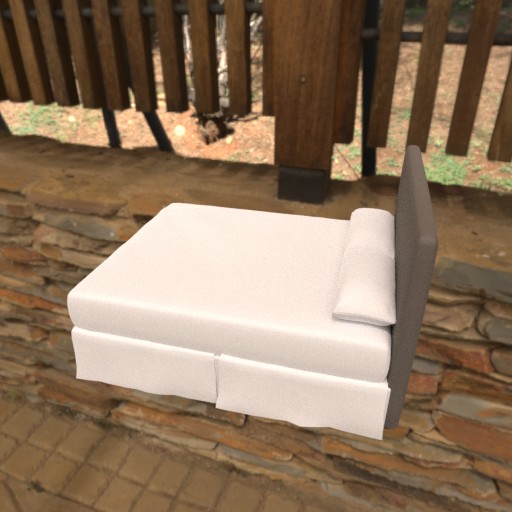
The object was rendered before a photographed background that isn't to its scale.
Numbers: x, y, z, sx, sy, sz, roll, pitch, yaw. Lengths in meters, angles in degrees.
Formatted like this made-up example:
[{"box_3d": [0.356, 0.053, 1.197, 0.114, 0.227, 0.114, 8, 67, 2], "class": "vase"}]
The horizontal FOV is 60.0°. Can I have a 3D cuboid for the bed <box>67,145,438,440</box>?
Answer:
[{"box_3d": [0.000, 0.000, 3.183, 2.142, 1.330, 1.723, 7, 30, 13], "class": "bed"}]
